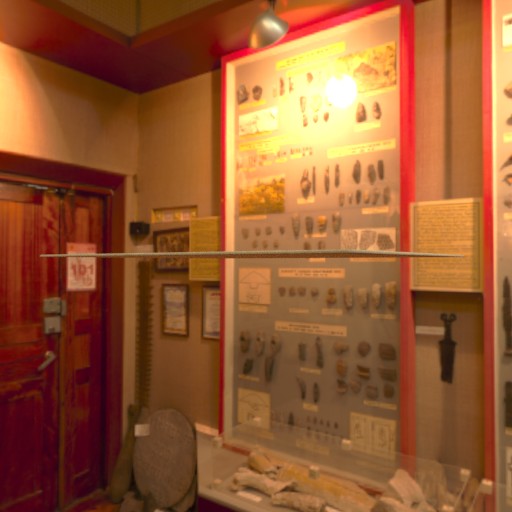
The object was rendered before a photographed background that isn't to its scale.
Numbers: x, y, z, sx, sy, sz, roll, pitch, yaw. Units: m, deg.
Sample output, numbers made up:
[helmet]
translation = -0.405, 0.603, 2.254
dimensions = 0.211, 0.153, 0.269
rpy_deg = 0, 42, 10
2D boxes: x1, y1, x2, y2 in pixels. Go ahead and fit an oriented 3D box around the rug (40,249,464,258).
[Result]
[rug]
translation = 0.000, 0.000, 3.988
dimensions = 2.976, 0.018, 2.430
rpy_deg = -1, -1, 37
